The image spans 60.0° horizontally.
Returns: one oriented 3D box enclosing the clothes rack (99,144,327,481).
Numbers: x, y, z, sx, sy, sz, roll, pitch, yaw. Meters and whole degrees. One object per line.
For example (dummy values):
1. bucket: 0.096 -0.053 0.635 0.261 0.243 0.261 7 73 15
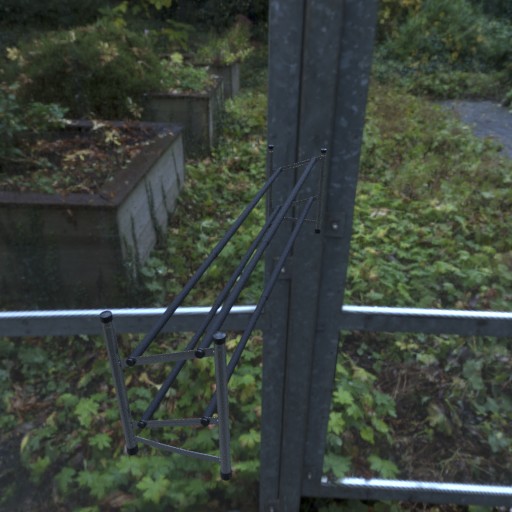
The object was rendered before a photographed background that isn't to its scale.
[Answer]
1. clothes rack: 0.000 0.000 1.293 0.229 0.349 1.168 8 30 14
